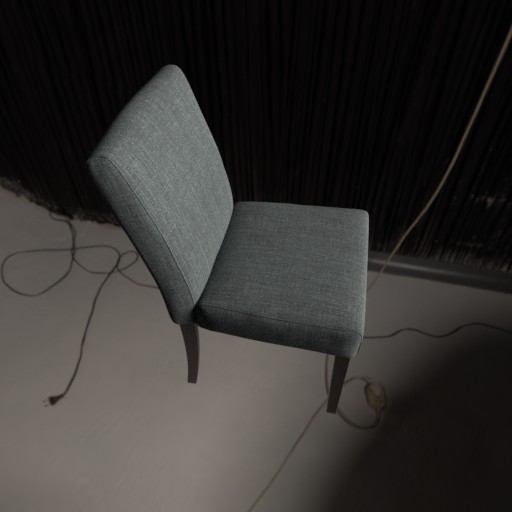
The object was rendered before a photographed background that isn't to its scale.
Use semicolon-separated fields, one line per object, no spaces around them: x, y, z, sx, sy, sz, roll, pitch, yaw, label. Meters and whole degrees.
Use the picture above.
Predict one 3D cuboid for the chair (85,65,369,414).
0.000;0.000;1.275;0.629;0.884;0.487;8;47;8;chair
